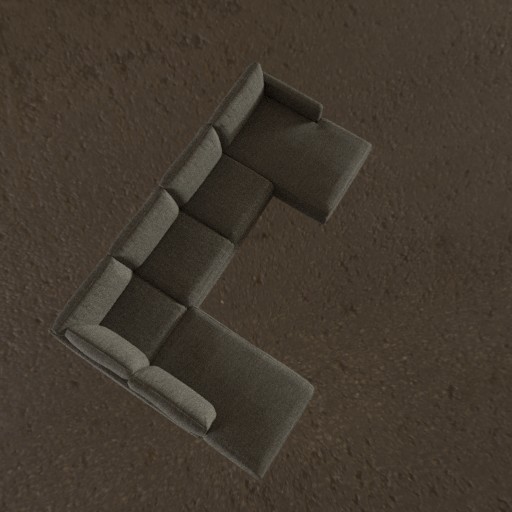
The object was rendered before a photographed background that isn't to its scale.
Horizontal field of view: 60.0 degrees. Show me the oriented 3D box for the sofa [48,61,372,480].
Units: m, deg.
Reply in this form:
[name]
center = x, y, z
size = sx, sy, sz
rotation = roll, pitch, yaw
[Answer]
[sofa]
center = 0.000, 0.000, 3.529
size = 1.879, 0.756, 2.737
rotation = 32, 78, 8
